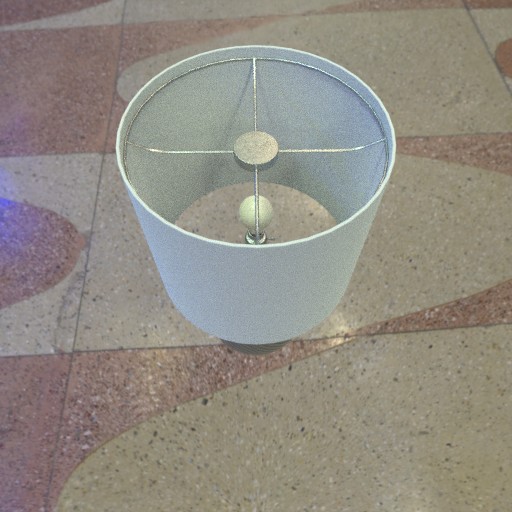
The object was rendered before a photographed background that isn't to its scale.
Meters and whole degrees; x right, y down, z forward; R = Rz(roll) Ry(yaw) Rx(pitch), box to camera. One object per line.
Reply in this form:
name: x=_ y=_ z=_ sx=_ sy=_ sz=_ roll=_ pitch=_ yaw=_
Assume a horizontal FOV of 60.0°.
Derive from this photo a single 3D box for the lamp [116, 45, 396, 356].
lamp: x=0.000 y=0.000 z=0.487 sx=0.207 sy=0.366 sz=0.207 roll=-1 pitch=59 yaw=0
